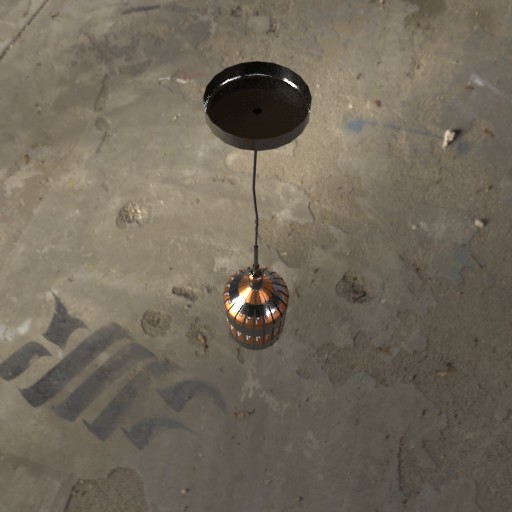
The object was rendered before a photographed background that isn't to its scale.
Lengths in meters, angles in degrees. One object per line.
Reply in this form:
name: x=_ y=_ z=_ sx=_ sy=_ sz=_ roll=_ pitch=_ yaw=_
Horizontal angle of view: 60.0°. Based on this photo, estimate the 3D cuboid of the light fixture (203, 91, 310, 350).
light fixture: x=0.000 y=0.000 z=1.688 sx=0.303 sy=1.535 sz=0.303 roll=0 pitch=62 yaw=0
